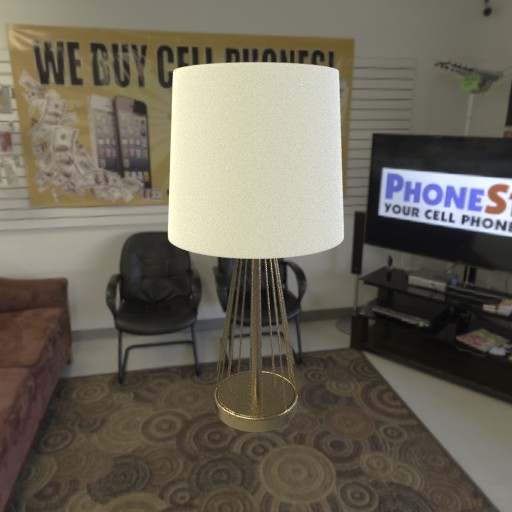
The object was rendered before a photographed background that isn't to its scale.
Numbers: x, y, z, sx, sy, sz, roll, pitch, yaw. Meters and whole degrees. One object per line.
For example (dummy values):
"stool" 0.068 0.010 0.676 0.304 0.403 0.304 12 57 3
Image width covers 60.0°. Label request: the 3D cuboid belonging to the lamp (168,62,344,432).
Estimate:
"lamp" 0.000 0.000 0.790 0.303 0.618 0.303 0 17 0
